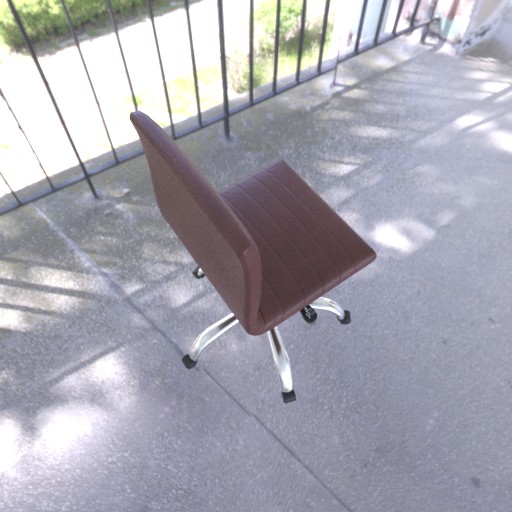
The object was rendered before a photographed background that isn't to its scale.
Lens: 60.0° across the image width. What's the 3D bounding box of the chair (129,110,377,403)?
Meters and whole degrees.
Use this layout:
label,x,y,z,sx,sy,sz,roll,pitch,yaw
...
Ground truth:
label,x,y,z,sx,sy,sz,roll,pitch,yaw
chair,0.000,0.000,1.116,0.530,0.780,0.556,-30,62,-18
